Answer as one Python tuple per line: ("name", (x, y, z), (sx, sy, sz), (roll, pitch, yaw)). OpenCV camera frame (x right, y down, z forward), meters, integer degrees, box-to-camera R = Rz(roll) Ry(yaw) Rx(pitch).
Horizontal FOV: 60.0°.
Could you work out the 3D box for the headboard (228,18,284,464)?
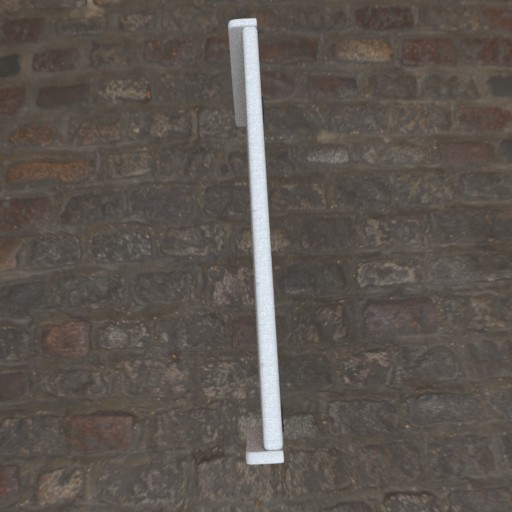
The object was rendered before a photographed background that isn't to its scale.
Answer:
("headboard", (0.000, 0.000, 2.678), (0.184, 1.524, 2.051), (-3, 75, -1))
